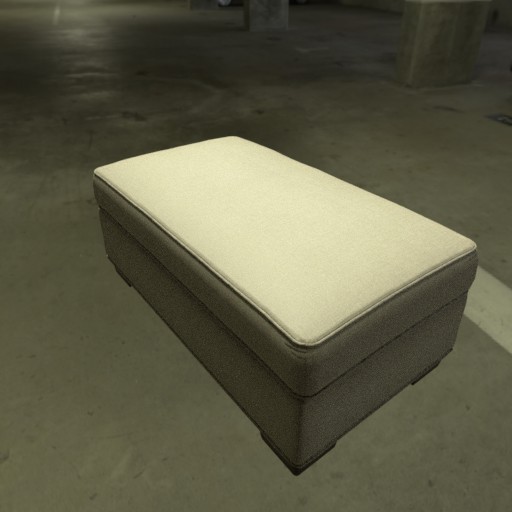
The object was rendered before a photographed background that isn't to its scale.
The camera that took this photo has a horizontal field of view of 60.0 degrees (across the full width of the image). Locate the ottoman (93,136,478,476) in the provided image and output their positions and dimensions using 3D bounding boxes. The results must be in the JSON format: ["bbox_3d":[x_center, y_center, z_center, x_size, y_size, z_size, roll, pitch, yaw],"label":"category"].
[{"bbox_3d":[0.000,0.000,1.401,0.617,0.461,1.097,-23,40,-31],"label":"ottoman"}]
